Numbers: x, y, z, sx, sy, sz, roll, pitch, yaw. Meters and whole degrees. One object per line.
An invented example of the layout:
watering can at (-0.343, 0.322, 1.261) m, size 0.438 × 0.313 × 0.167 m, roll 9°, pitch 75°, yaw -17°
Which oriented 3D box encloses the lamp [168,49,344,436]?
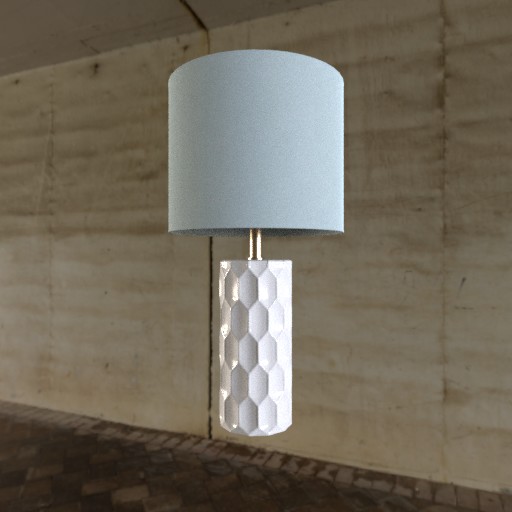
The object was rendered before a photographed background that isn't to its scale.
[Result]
lamp at (0.000, 0.000, 0.711) m, size 0.277 × 0.534 × 0.277 m, roll 0°, pitch 0°, yaw -35°
